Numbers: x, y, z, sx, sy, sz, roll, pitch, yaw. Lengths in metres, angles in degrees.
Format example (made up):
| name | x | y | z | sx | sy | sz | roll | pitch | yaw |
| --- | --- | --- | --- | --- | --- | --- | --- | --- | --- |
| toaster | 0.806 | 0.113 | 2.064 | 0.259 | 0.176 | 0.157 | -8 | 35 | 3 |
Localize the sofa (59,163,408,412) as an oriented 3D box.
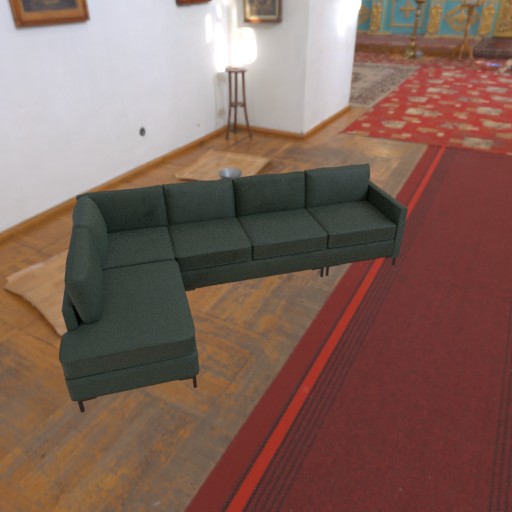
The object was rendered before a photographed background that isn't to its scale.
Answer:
| name | x | y | z | sx | sy | sz | roll | pitch | yaw |
| --- | --- | --- | --- | --- | --- | --- | --- | --- | --- |
| sofa | 0.000 | 0.000 | 4.246 | 3.384 | 0.996 | 2.048 | -9 | 32 | -14 |
